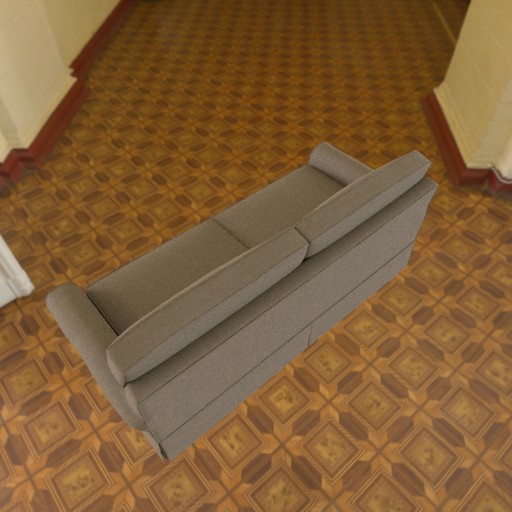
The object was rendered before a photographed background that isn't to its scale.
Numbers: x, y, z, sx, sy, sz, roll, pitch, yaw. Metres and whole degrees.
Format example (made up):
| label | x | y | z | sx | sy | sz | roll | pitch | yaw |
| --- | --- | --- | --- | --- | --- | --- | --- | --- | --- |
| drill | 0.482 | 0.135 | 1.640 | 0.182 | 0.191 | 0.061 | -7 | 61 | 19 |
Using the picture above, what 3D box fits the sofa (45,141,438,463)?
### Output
| label | x | y | z | sx | sy | sz | roll | pitch | yaw |
| --- | --- | --- | --- | --- | --- | --- | --- | --- | --- |
| sofa | 0.000 | 0.000 | 2.696 | 2.248 | 0.943 | 0.991 | -33 | 56 | -26 |
